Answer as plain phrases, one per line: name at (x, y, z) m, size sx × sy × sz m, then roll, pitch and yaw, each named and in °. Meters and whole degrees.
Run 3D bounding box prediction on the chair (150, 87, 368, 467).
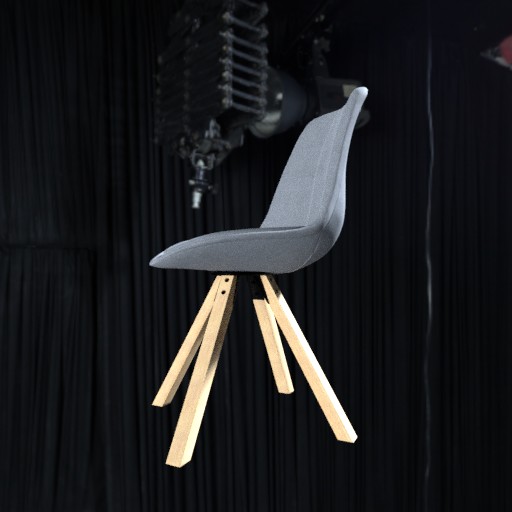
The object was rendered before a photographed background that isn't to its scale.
chair at (0.000, 0.000, 1.176) m, size 0.549 × 0.863 × 0.474 m, roll 0°, pitch -1°, yaw -17°
